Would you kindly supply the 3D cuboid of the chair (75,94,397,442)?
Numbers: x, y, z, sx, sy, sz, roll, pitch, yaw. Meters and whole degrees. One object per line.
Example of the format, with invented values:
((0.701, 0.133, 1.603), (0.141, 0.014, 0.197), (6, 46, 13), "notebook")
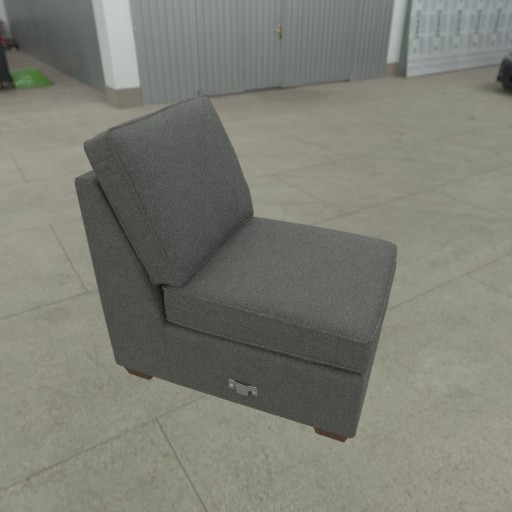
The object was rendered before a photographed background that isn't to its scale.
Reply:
((0.000, 0.000, 1.574), (0.938, 0.970, 0.621), (11, 32, 19), "chair")
